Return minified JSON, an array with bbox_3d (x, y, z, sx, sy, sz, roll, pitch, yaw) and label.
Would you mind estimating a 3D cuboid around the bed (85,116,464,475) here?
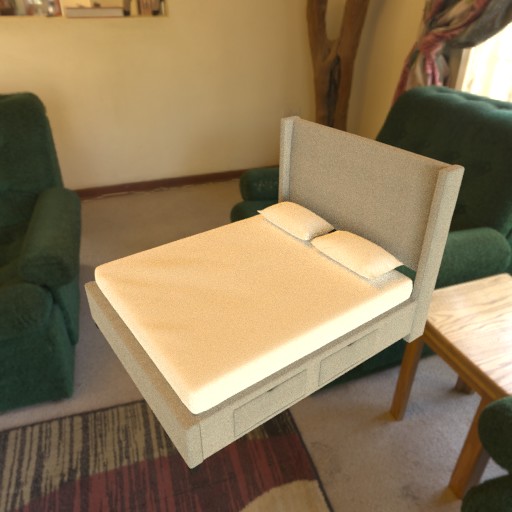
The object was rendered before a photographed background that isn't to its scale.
[{"bbox_3d":[0.000,0.000,3.433,2.222,1.491,1.774,-20,37,-30],"label":"bed"}]
